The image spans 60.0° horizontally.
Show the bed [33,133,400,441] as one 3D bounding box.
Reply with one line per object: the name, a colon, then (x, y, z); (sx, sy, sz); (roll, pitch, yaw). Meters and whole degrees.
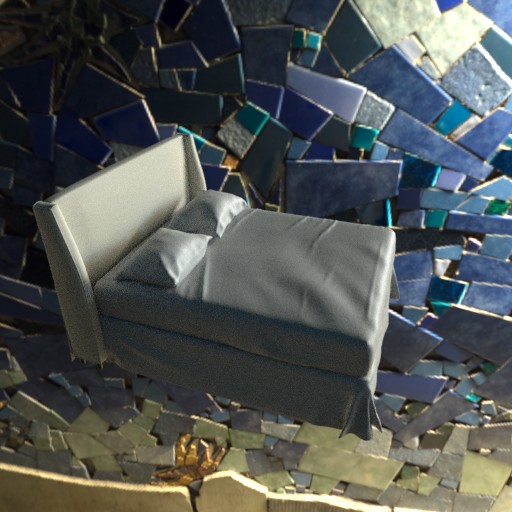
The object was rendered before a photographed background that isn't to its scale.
bed: (0.000, 0.000, 3.478); (2.276, 1.332, 1.925); (10, 31, 17)
